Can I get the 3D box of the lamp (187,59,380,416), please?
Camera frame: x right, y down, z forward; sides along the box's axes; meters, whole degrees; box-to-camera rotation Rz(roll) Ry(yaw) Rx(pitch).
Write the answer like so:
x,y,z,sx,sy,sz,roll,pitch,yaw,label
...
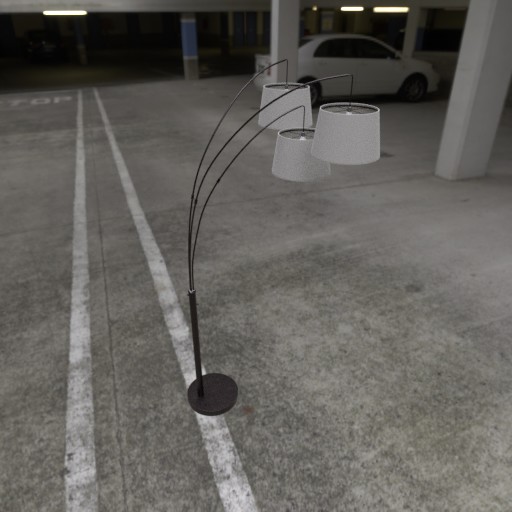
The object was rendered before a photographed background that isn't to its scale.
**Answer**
x,y,z,sx,sy,sz,roll,pitch,yaw,label
0.000,0.000,2.484,0.924,1.950,0.951,-10,31,-17,lamp
